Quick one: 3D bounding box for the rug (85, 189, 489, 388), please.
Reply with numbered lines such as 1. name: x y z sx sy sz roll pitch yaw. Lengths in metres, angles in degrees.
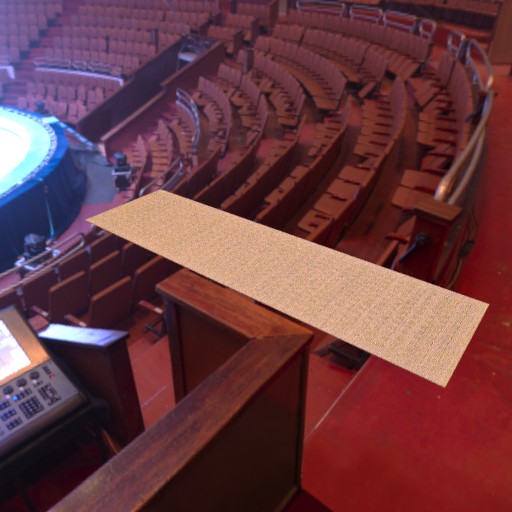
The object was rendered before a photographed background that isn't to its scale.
1. rug: 0.000 0.000 2.638 2.437 0.006 0.686 22 37 32
